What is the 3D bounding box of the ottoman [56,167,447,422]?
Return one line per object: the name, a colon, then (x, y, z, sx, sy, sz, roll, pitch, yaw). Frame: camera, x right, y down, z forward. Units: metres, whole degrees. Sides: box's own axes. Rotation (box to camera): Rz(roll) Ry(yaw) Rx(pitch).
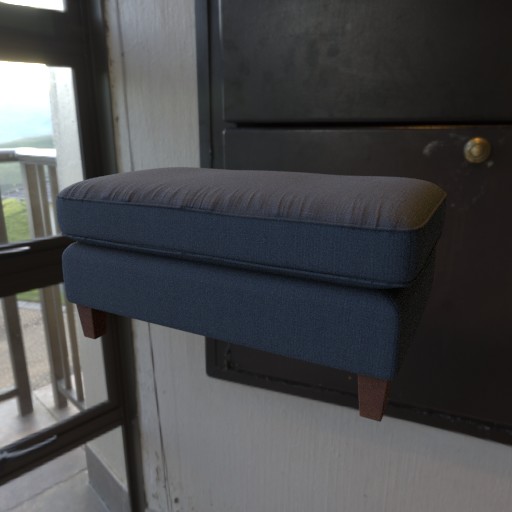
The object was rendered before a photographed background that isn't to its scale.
ottoman: (0.000, 0.000, 1.187, 0.885, 0.438, 0.570, 8, 18, 26)
